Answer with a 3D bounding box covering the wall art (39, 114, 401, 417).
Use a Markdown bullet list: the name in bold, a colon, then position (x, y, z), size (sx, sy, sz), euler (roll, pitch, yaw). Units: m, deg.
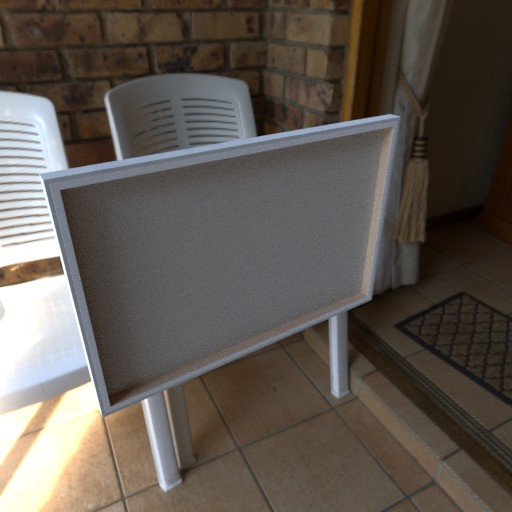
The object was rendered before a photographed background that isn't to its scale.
- **wall art**: position (0.000, 0.000, 1.160), size (0.915, 0.610, 0.038), euler (-18, 34, -28)
